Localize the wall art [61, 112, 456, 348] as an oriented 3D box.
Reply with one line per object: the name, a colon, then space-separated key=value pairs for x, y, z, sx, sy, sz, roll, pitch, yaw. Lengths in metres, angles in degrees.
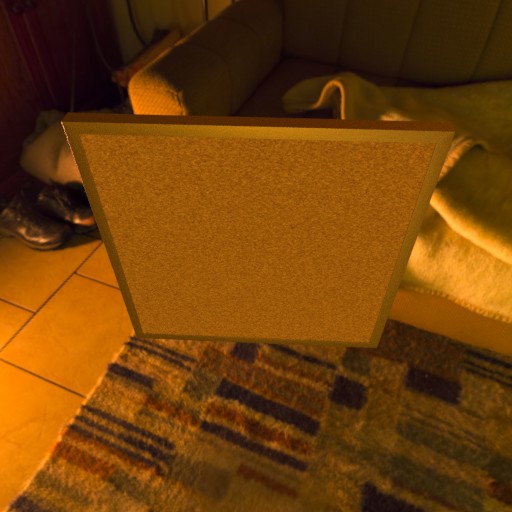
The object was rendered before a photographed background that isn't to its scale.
wall art: x=0.000 y=0.000 z=1.150 sx=0.767 sy=0.765 sz=0.036 roll=2 pitch=46 yaw=2
